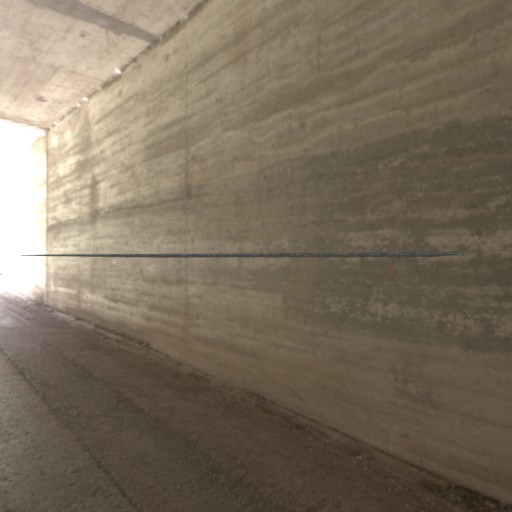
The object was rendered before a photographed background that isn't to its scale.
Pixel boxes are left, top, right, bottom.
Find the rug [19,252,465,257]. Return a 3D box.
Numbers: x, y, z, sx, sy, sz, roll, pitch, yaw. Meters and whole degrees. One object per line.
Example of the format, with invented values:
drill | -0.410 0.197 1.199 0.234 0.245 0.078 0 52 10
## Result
rug | 0.000 0.000 4.214 3.291 0.013 2.337 0 -1 17
